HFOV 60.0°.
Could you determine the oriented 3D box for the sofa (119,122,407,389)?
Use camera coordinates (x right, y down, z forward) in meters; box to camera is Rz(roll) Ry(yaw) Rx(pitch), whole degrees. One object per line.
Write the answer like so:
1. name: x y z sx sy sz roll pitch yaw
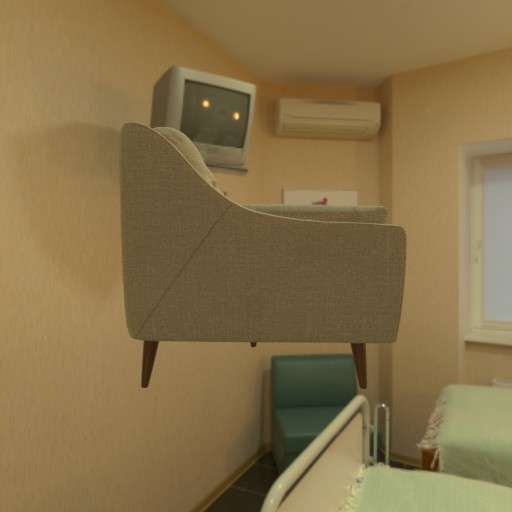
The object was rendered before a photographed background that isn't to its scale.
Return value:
1. sofa: 0.000 0.000 2.156 0.965 0.888 1.652 0 0 -2
